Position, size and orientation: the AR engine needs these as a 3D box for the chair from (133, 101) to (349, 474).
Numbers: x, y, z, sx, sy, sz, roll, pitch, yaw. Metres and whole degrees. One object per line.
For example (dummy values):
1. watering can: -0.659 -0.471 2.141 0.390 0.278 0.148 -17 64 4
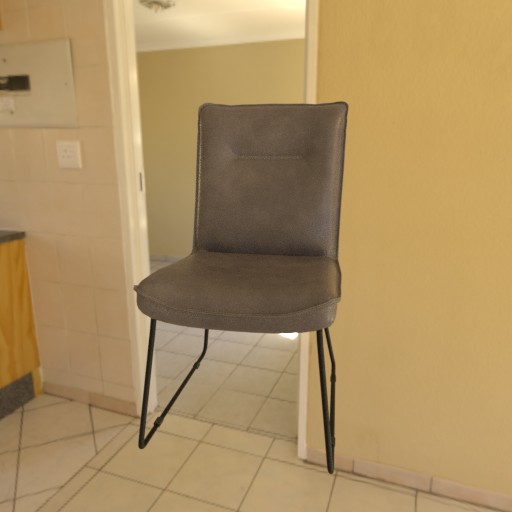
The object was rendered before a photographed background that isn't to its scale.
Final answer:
1. chair: 0.000 0.000 1.335 0.515 0.932 0.688 3 15 10
